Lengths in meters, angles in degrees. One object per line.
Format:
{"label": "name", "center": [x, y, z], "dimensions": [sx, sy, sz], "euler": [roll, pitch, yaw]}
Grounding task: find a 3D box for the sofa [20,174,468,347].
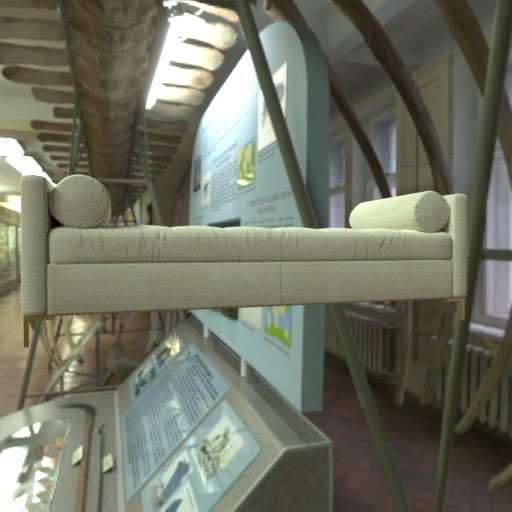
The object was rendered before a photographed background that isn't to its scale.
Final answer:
{"label": "sofa", "center": [0.000, 0.000, 2.202], "dimensions": [1.981, 0.635, 0.686], "euler": [0, 1, -18]}
